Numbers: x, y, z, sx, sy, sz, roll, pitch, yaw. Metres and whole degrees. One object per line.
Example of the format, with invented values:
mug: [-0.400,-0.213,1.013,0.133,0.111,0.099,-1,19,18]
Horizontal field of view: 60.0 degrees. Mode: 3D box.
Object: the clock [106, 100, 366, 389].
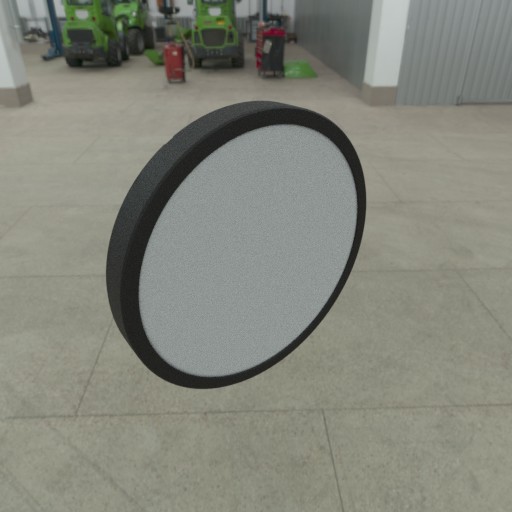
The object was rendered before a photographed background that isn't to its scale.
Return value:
clock: [0.000,0.000,0.444,0.293,0.293,0.040,-21,36,-32]
